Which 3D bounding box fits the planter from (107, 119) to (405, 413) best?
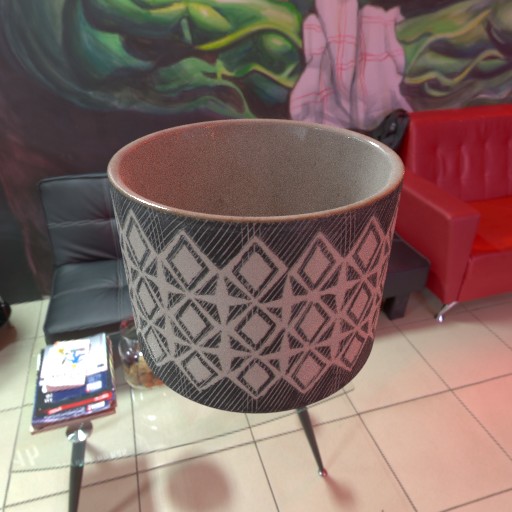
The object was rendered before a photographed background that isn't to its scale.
[{"bbox_3d":[0.000,0.000,0.223,0.126,0.104,0.126,0,31,0],"label":"planter"}]
